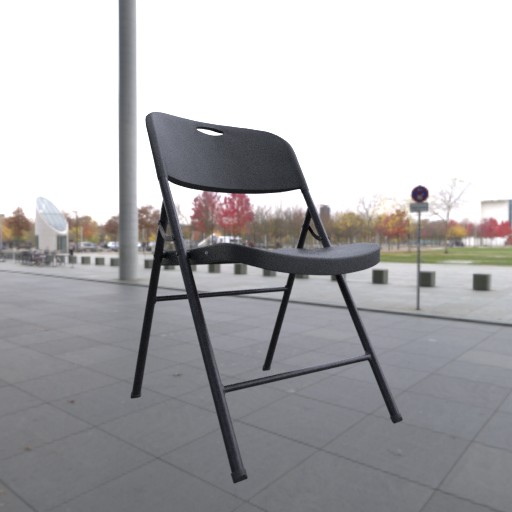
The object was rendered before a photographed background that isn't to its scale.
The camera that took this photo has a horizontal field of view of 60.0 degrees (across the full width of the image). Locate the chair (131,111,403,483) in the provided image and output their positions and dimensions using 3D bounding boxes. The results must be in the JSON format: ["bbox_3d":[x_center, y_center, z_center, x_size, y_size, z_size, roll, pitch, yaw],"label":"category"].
[{"bbox_3d":[0.000,0.000,1.163,0.494,0.810,0.567,-1,2,-35],"label":"chair"}]
